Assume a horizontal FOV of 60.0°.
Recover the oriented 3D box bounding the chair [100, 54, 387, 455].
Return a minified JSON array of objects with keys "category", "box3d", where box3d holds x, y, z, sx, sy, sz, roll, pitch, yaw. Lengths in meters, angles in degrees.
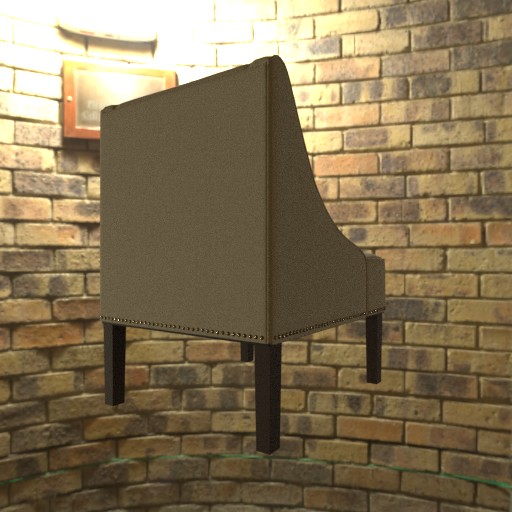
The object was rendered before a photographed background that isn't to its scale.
[{"category":"chair","box3d":[0.000,0.000,1.399,0.610,0.864,0.737,0,0,35]}]
